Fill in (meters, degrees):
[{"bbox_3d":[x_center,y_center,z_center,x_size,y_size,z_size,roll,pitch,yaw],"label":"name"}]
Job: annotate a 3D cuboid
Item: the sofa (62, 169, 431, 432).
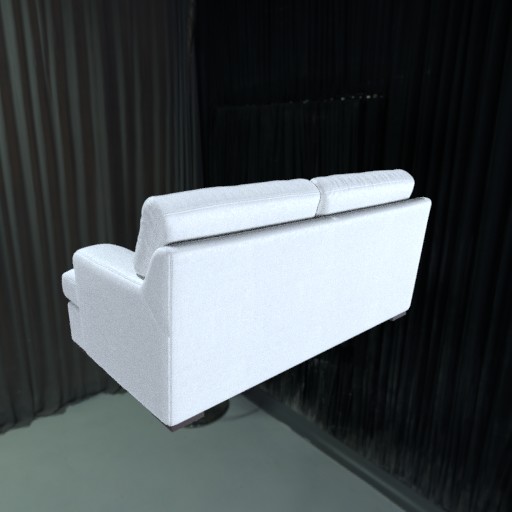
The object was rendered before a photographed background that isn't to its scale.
[{"bbox_3d":[0.000,0.000,2.528,1.880,0.940,1.143,-14,21,-40],"label":"sofa"}]
